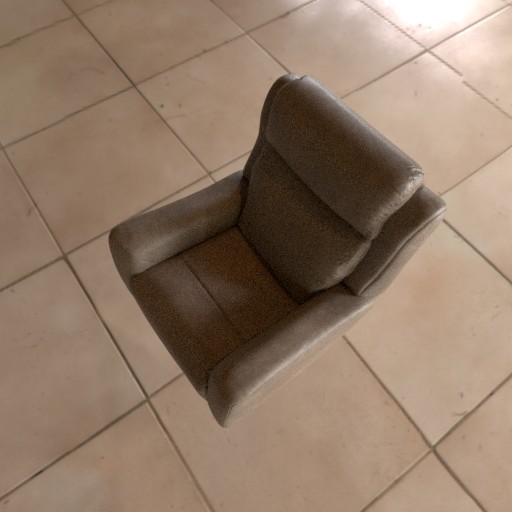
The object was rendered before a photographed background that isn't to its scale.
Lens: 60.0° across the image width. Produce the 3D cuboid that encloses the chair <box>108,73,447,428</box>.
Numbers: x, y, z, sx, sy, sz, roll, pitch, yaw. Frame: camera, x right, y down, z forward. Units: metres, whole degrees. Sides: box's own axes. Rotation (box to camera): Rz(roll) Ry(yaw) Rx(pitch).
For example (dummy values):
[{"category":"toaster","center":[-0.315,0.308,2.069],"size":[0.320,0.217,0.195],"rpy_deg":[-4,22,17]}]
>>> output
[{"category":"chair","center":[0.000,0.000,1.952],"size":[1.068,1.116,0.967],"rpy_deg":[-34,68,-16]}]
